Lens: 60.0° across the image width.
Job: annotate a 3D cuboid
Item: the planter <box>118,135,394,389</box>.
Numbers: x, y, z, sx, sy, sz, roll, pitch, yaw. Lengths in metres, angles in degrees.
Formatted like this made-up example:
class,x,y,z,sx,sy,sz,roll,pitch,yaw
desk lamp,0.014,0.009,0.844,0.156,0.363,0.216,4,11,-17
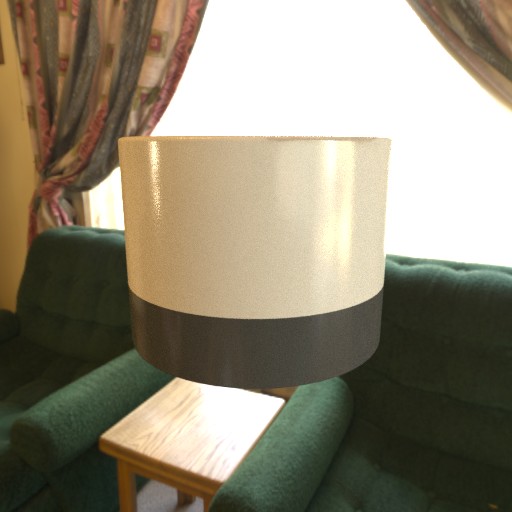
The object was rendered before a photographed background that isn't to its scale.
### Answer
class,x,y,z,sx,sy,sz,roll,pitch,yaw
planter,0.000,0.000,0.344,0.193,0.177,0.193,0,14,0
